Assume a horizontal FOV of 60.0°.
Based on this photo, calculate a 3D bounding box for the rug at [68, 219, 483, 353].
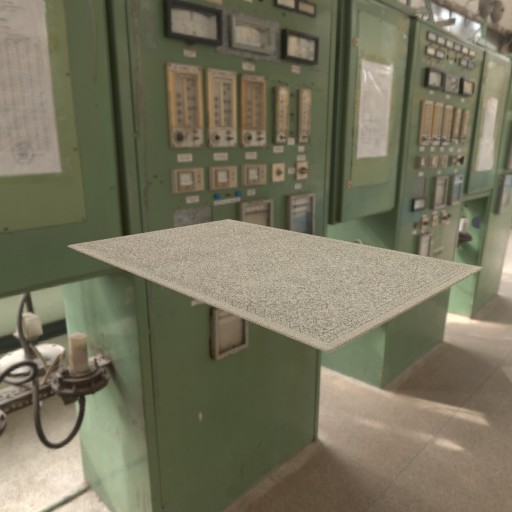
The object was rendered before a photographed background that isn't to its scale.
[{"bbox_3d":[0.000,0.000,2.307,1.219,0.010,1.829,-14,20,-43],"label":"rug"}]
